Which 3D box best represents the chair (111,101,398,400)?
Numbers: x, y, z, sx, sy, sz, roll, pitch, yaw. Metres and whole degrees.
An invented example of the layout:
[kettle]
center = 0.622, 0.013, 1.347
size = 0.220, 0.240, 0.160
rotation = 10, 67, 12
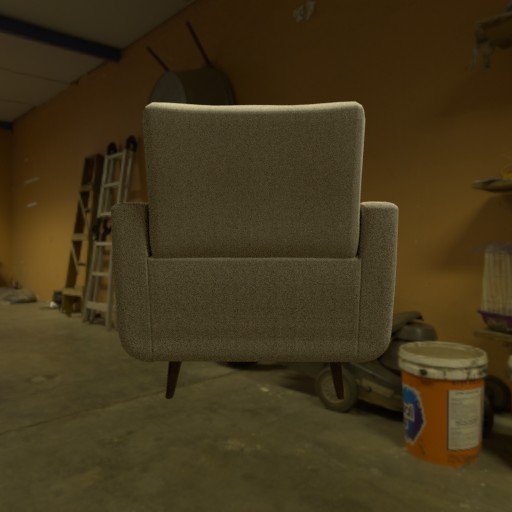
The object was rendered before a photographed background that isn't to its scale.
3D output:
[chair]
center = 0.000, 0.000, 1.829
size = 0.897, 0.965, 1.128
rotation = 0, 1, 1
